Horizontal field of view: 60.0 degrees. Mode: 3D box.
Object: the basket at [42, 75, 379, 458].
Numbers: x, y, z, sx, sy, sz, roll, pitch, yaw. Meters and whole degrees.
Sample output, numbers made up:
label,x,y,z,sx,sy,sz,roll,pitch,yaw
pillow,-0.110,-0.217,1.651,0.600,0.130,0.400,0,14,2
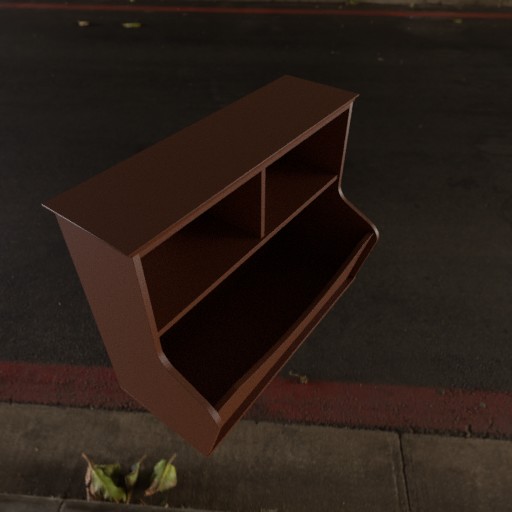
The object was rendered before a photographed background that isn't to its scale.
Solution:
label,x,y,z,sx,sy,sz,roll,pitch,yaw
basket,0.000,0.000,1.162,0.376,0.625,0.792,27,48,26
